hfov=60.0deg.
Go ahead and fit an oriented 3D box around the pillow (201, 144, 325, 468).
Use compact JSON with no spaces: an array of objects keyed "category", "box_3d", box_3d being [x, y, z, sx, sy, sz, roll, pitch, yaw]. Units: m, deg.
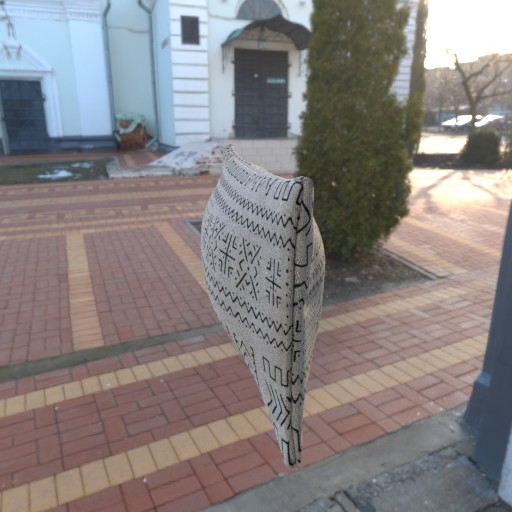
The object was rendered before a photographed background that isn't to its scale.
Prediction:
[{"category":"pillow","box_3d":[0.000,0.000,0.784,0.188,0.352,0.637,-3,17,-10]}]
